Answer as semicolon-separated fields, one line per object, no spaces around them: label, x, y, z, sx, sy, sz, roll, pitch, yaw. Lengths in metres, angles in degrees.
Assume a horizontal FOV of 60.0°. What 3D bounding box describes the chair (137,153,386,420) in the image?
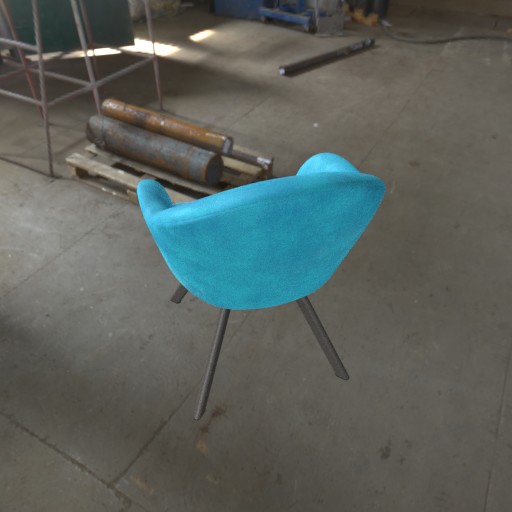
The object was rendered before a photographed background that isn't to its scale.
chair;0.000;0.000;1.204;0.550;0.795;0.590;-11;43;-12
